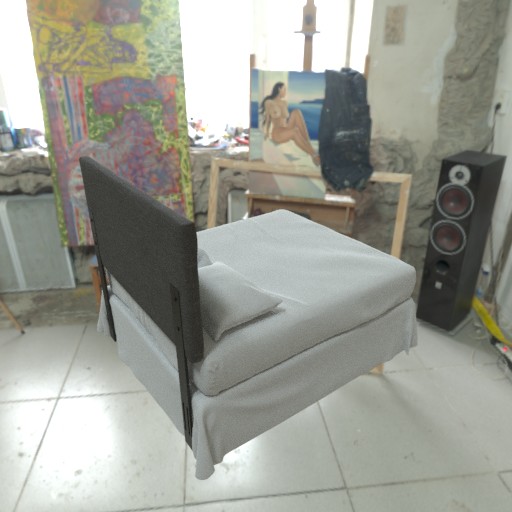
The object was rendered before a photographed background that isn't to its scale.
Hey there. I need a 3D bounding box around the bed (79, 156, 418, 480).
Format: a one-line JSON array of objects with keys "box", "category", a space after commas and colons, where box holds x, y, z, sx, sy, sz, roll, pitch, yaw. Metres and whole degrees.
[{"box": [0.000, 0.000, 3.543, 2.222, 1.577, 1.936, -18, 32, -32], "category": "bed"}]
